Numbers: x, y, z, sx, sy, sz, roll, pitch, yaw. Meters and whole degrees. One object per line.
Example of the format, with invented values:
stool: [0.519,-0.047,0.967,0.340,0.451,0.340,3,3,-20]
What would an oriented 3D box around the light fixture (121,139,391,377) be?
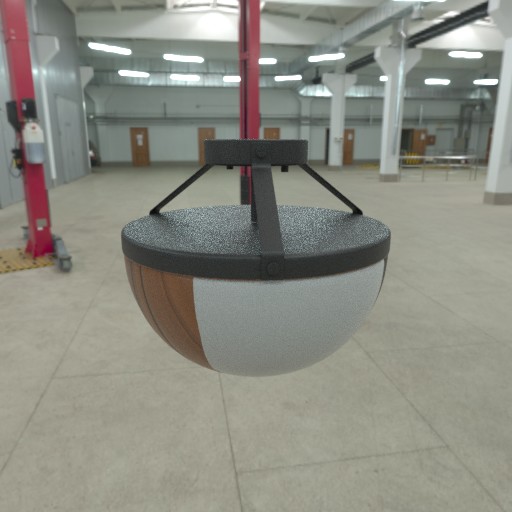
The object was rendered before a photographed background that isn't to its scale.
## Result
light fixture: [0.000,0.000,0.529,0.304,0.269,0.304,0,15,0]
